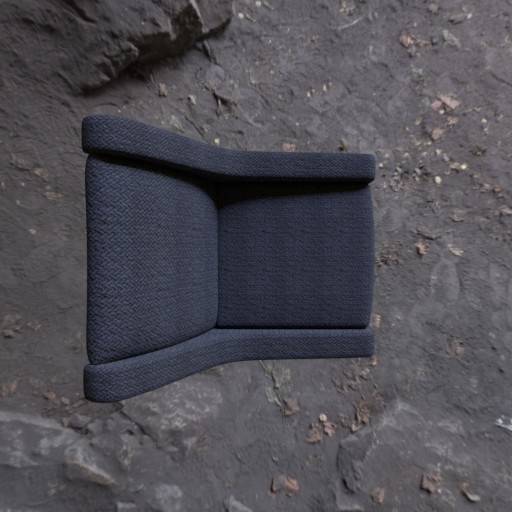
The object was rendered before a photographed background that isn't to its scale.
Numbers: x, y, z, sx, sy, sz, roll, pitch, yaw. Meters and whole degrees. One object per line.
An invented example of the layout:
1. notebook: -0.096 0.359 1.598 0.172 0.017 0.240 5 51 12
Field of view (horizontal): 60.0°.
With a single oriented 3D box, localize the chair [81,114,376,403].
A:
1. chair: 0.000 0.000 1.684 0.944 1.012 0.793 0 91 0
